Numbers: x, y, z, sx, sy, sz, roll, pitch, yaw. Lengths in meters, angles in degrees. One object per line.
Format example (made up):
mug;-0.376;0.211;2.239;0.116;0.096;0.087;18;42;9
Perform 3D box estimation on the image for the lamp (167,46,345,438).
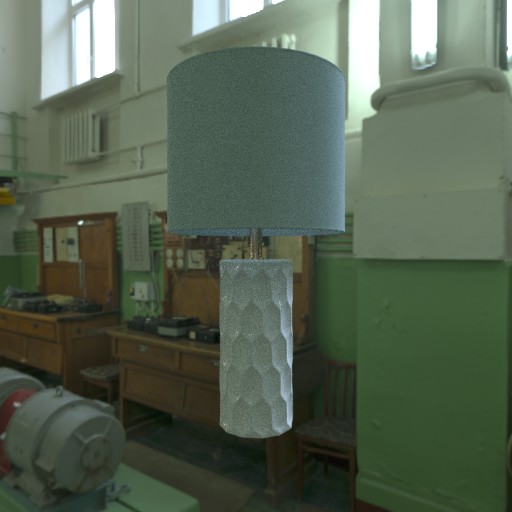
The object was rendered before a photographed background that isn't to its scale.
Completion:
lamp;0.000;0.000;0.702;0.277;0.534;0.277;0;1;36
